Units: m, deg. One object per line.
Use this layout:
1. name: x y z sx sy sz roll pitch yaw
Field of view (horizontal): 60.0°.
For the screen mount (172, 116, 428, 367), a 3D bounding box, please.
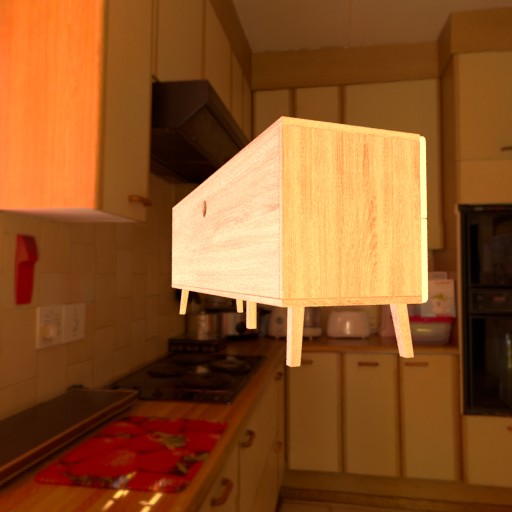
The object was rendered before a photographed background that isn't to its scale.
1. screen mount: 0.000 0.000 1.763 0.420 0.570 1.500 1 -2 -20
